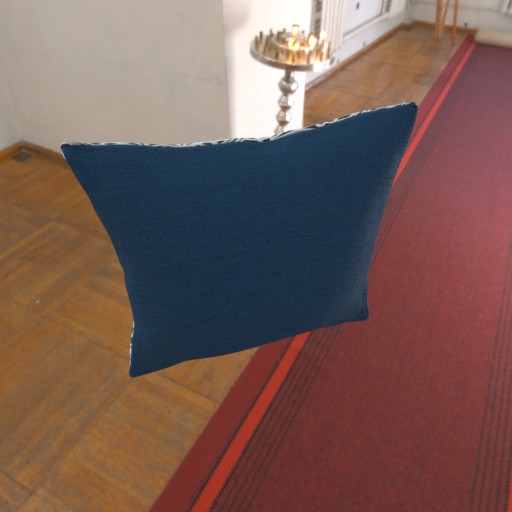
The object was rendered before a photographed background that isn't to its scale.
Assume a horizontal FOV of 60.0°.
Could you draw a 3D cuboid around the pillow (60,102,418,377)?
[{"bbox_3d":[0.000,0.000,0.652,0.440,0.420,0.145,-11,42,-13],"label":"pillow"}]
